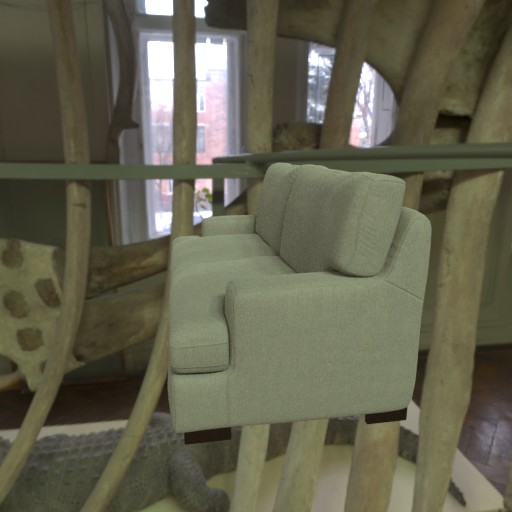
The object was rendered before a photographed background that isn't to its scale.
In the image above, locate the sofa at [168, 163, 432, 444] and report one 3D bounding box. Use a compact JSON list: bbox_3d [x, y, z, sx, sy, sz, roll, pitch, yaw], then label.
[{"bbox_3d":[0.000,0.000,2.442,0.962,0.980,1.855,-2,14,-10],"label":"sofa"}]
